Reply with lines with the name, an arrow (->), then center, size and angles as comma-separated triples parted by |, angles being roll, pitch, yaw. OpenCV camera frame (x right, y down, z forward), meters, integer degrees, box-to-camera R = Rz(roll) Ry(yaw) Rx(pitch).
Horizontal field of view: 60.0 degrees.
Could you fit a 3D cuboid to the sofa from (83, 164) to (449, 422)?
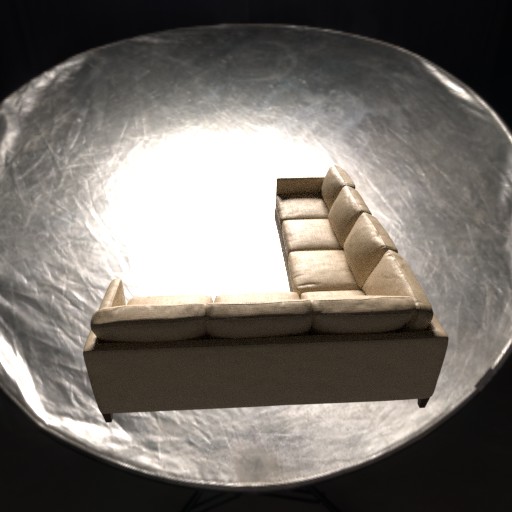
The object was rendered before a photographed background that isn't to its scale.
sofa -> 0.000, 0.000, 4.569 | 2.593, 0.947, 3.302 | -2, 31, -3
